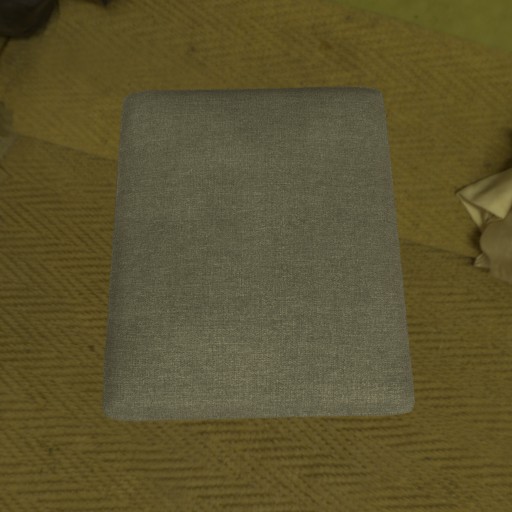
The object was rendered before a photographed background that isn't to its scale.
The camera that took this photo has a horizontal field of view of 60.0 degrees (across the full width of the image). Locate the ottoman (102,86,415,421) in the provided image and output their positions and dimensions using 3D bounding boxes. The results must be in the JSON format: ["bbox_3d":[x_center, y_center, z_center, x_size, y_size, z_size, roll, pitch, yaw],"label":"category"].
[{"bbox_3d":[0.000,0.000,1.225,0.693,0.474,0.821,-1,75,0],"label":"ottoman"}]
